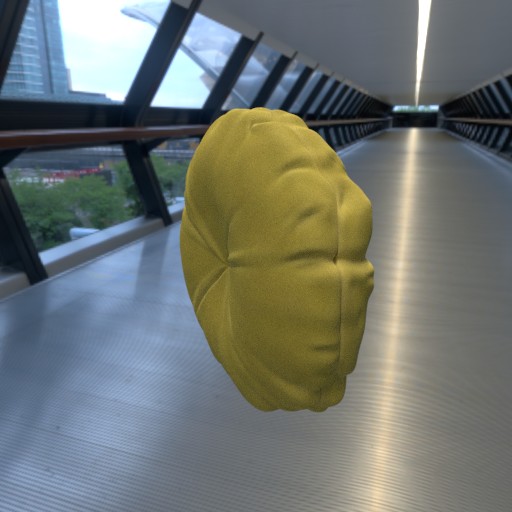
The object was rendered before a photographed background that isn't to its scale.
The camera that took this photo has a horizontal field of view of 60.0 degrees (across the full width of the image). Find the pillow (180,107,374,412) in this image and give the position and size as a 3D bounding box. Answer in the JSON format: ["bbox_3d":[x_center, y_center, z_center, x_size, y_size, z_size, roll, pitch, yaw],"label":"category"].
[{"bbox_3d":[0.000,0.000,0.641,0.148,0.407,0.428,-8,18,-26],"label":"pillow"}]
